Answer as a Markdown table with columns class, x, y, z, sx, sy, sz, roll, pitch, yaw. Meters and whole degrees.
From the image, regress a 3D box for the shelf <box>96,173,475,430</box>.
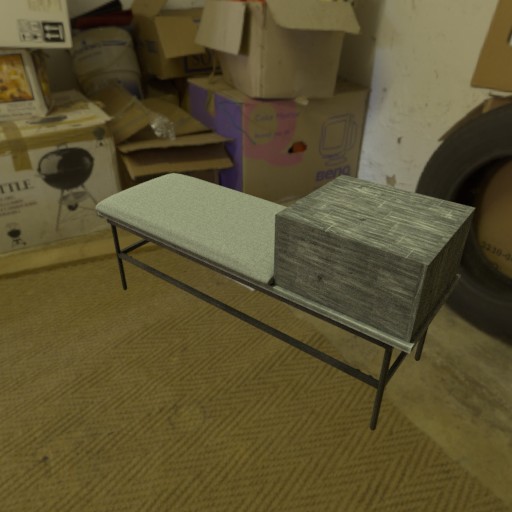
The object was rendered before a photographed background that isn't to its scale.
| class | x | y | z | sx | sy | sz | roll | pitch | yaw |
| --- | --- | --- | --- | --- | --- | --- | --- | --- | --- |
| shelf | 0.000 | 0.000 | 1.676 | 1.342 | 0.633 | 0.457 | 22 | 38 | 32 |
